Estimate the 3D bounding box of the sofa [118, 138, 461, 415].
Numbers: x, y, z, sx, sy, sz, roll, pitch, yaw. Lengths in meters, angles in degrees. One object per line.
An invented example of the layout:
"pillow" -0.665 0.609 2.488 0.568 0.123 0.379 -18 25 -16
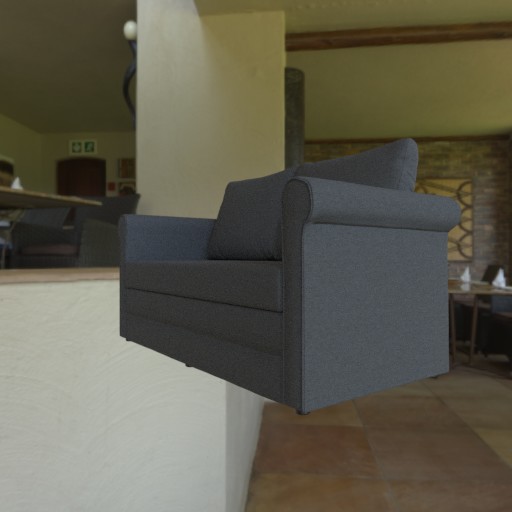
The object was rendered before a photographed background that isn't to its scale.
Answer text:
"sofa" 0.000 0.000 1.942 0.741 0.872 1.460 0 0 -37
